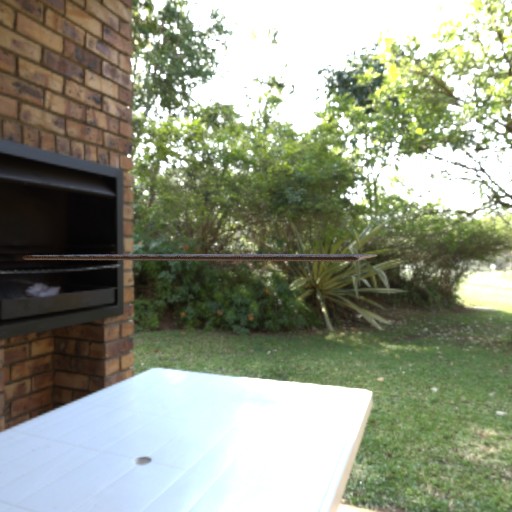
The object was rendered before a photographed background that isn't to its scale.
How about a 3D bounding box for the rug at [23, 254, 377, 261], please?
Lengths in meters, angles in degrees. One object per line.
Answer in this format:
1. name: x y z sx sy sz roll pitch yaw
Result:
1. rug: 0.000 0.000 2.998 1.521 0.023 2.464 0 0 17
